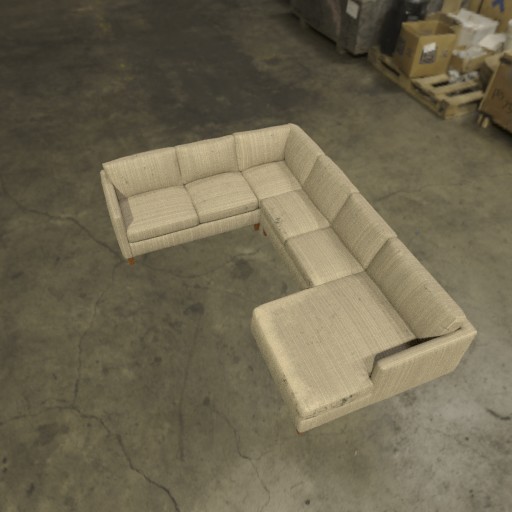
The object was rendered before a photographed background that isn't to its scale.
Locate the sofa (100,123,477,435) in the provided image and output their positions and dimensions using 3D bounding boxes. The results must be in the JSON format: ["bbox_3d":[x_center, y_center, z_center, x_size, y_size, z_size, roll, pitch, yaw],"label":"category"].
[{"bbox_3d":[0.000,0.000,4.561,2.594,0.961,3.460,-16,49,-15],"label":"sofa"}]
